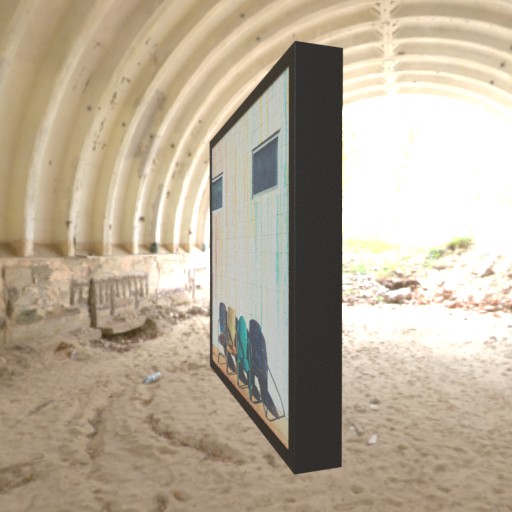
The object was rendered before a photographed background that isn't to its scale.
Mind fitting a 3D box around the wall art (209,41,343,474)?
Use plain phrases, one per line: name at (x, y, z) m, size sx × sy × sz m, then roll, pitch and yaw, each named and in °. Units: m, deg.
wall art at (0.000, 0.000, 0.460) m, size 0.038 × 0.304 × 0.304 m, roll 0°, pitch 1°, yaw -17°
